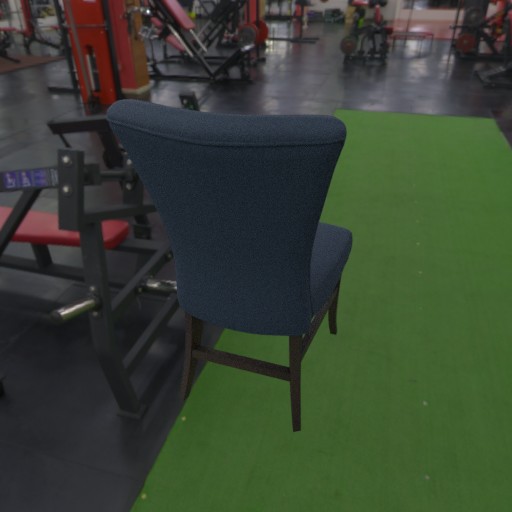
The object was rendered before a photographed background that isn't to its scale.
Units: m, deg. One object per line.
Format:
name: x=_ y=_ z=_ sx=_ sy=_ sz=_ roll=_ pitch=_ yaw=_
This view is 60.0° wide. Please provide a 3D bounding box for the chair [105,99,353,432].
chair: x=0.000 y=0.000 z=1.350 sx=0.520 sy=0.991 sz=0.660 roll=10 pitch=34 yaw=15
